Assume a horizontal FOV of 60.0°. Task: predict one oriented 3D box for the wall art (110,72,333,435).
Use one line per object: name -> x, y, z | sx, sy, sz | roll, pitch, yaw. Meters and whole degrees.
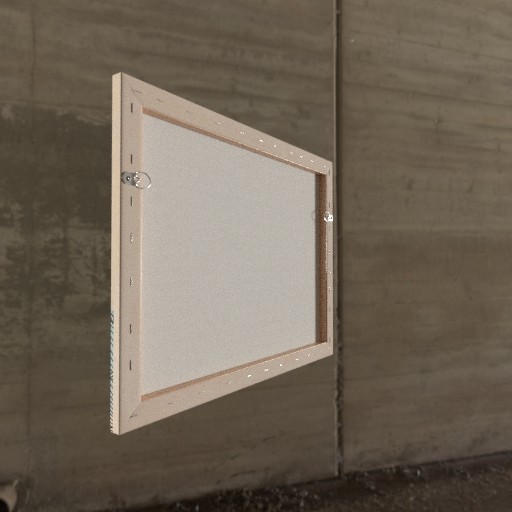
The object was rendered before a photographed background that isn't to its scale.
wall art -> 0.000, 0.000, 1.617 | 0.042, 0.912, 1.219 | -1, -1, 35
